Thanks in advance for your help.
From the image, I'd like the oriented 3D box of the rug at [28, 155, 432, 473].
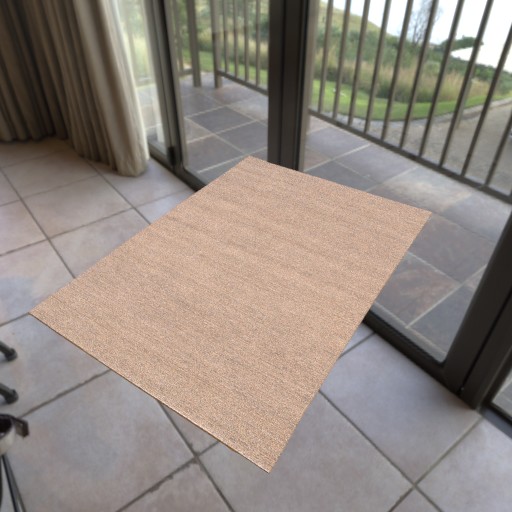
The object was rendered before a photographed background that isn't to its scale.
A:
[{"bbox_3d":[0.000,0.000,2.888,1.624,0.030,2.264,23,46,25],"label":"rug"}]
